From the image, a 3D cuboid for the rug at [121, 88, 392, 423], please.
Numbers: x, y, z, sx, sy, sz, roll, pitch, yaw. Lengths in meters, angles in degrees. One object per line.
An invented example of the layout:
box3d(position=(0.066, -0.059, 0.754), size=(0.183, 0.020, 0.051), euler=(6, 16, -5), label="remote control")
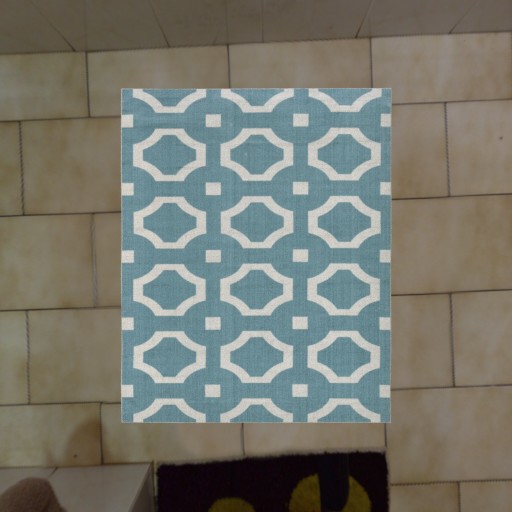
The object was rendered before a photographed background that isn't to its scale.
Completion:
box3d(position=(0.000, 0.000, 4.042), size=(2.466, 0.021, 3.049), euler=(0, 90, 0), label="rug")
